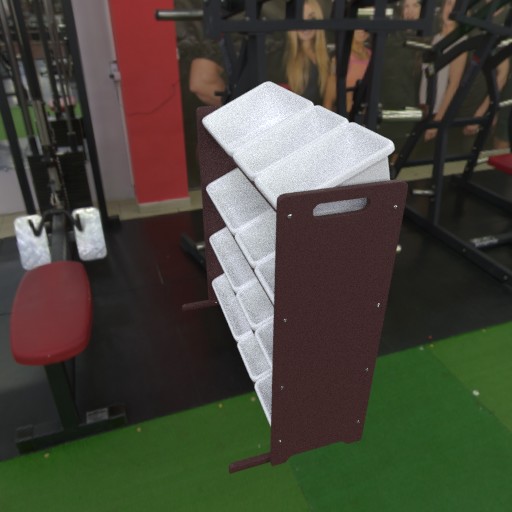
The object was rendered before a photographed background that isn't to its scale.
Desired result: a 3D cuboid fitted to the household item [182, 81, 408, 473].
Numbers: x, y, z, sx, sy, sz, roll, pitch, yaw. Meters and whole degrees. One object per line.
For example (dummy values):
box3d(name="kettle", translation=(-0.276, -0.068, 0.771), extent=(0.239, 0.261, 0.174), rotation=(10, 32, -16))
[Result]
box3d(name="household item", translation=(0.000, 0.000, 1.329), extent=(0.389, 0.864, 0.787), rotation=(-9, 32, -15))
